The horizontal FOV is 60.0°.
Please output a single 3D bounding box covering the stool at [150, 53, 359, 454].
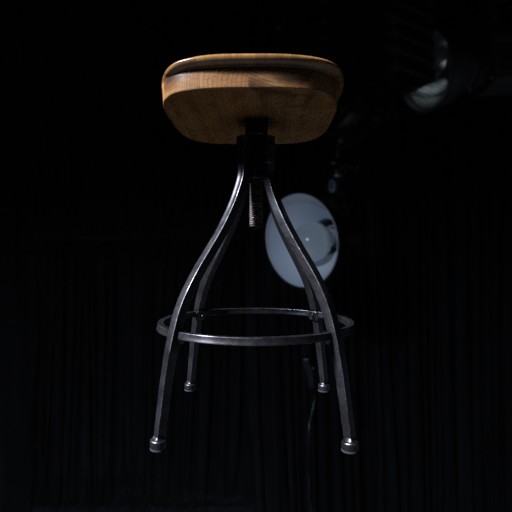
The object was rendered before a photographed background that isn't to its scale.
[{"bbox_3d":[0.000,0.000,0.966,0.424,0.694,0.432,0,0,1],"label":"stool"}]
